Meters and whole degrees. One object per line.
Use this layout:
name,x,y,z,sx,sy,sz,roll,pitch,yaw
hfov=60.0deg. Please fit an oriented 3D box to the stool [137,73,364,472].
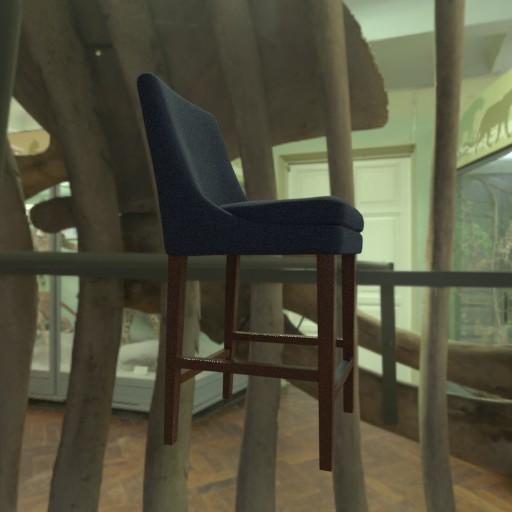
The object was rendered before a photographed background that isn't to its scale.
stool,0.000,0.000,1.288,0.577,0.981,0.470,0,1,19
